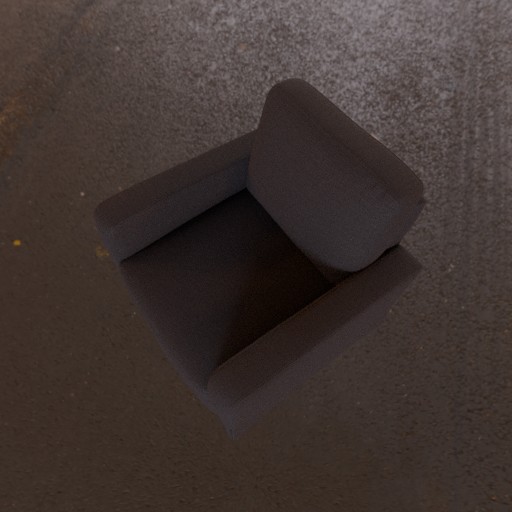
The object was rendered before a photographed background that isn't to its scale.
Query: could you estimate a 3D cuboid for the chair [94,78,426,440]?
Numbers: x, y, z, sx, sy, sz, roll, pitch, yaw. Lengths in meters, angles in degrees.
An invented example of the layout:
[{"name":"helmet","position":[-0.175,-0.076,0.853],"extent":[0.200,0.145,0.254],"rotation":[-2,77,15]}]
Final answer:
[{"name":"chair","position":[0.000,0.000,1.526],"extent":[0.863,0.855,0.798],"rotation":[-34,68,-16]}]
